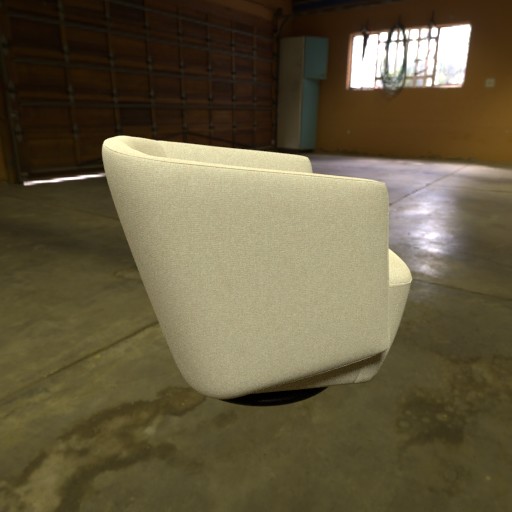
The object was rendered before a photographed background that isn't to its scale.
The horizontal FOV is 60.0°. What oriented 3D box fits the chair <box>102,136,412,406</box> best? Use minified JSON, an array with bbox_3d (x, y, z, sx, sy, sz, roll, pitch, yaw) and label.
[{"bbox_3d":[0.000,0.000,1.638,0.986,0.861,0.822,-3,18,-10],"label":"chair"}]
